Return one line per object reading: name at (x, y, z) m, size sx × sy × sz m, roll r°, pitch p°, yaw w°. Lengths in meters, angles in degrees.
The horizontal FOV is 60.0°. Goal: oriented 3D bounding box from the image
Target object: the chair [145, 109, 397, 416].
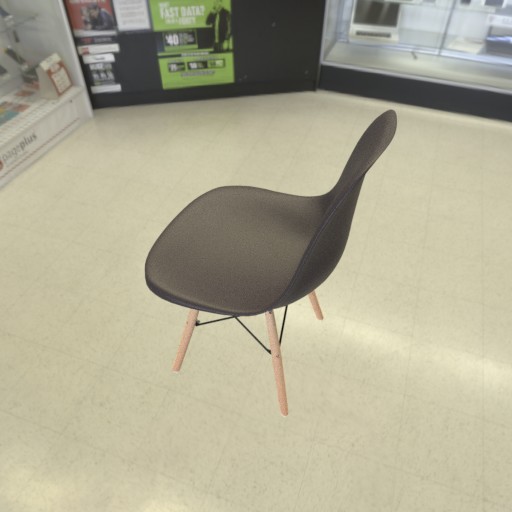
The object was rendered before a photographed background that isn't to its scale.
chair at (0.000, 0.000, 1.151) m, size 0.533 × 0.825 × 0.470 m, roll 16°, pitch 48°, yaw 15°
